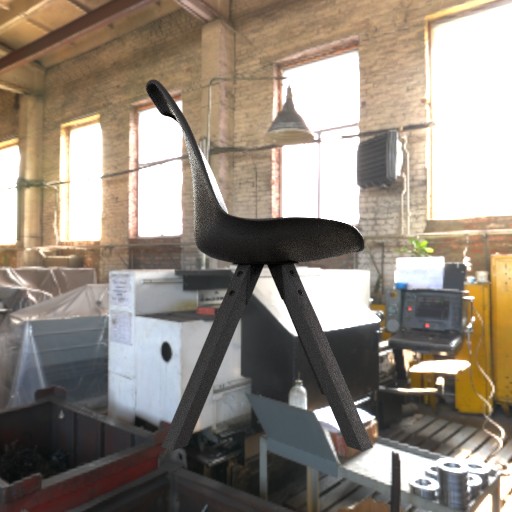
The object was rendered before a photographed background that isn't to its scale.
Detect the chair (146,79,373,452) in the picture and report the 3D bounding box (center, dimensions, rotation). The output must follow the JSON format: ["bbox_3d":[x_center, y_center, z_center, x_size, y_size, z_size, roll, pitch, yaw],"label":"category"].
[{"bbox_3d":[0.000,0.000,1.180,0.550,0.850,0.485,0,-1,0],"label":"chair"}]
